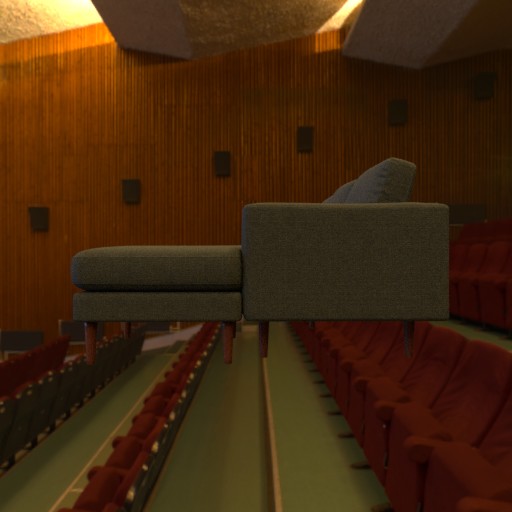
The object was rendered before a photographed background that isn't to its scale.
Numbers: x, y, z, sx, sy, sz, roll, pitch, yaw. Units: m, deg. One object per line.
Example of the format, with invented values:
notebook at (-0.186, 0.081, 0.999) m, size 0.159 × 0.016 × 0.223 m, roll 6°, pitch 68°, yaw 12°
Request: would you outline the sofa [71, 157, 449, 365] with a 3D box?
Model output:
sofa at (0.000, 0.000, 2.938) m, size 1.667 × 0.957 × 2.055 m, roll 0°, pitch 0°, yaw -1°
